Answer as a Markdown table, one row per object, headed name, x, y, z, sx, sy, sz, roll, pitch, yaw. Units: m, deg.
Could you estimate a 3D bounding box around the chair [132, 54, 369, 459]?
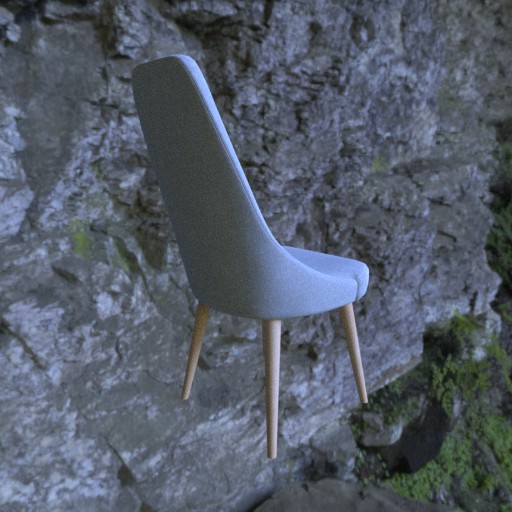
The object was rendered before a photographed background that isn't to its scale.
| name | x | y | z | sx | sy | sz | roll | pitch | yaw |
| --- | --- | --- | --- | --- | --- | --- | --- | --- | --- |
| chair | 0.000 | 0.000 | 1.356 | 0.660 | 1.040 | 0.510 | -13 | 18 | -43 |
